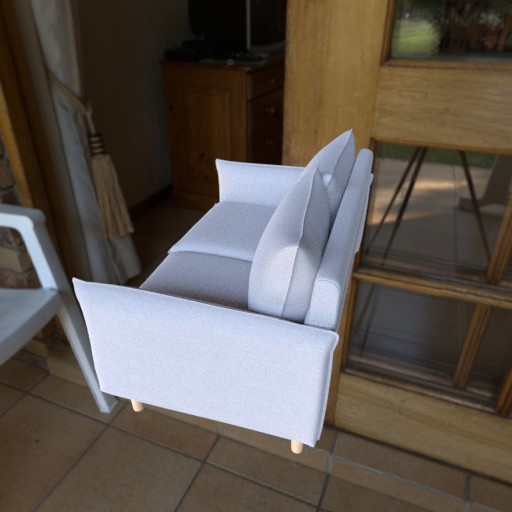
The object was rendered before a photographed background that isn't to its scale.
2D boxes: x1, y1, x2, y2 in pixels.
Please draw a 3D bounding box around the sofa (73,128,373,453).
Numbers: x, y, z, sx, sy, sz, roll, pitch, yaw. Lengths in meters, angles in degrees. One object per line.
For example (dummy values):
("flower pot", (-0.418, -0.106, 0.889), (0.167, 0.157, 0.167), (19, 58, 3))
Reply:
("sofa", (0.000, 0.000, 1.836), (0.820, 0.840, 1.300), (9, 31, 15))
